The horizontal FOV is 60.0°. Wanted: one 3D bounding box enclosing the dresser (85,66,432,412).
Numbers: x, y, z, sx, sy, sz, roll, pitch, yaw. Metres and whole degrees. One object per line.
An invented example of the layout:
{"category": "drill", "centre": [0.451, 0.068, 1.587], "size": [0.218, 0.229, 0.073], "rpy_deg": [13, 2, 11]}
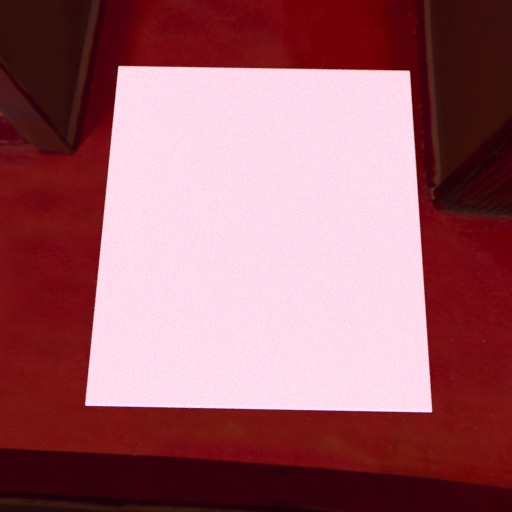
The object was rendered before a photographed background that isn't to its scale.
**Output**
{"category": "dresser", "centre": [0.000, 0.000, 0.716], "size": [0.400, 0.360, 0.430], "rpy_deg": [1, 77, 0]}
